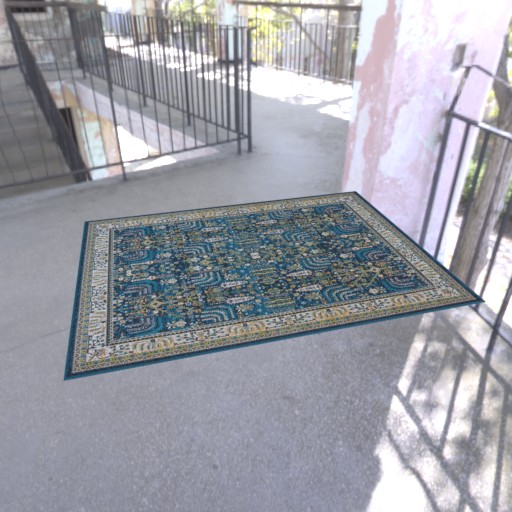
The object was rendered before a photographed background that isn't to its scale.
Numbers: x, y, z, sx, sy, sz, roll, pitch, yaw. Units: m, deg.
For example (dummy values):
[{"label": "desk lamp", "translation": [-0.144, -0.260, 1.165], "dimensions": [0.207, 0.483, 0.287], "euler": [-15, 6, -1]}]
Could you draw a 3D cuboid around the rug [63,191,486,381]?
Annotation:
[{"label": "rug", "translation": [0.000, 0.000, 3.969], "dimensions": [3.044, 0.015, 2.226], "euler": [-8, 32, -13]}]
